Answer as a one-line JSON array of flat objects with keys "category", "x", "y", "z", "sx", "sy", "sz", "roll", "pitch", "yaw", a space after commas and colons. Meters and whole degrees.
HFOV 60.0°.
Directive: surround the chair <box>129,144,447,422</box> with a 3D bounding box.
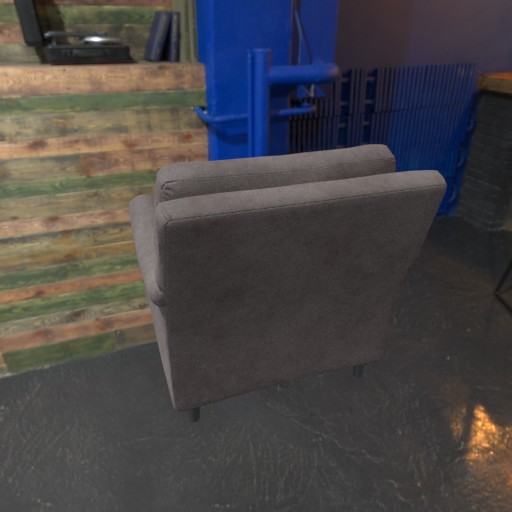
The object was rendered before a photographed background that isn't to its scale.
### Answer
[{"category": "chair", "x": 0.000, "y": 0.000, "z": 1.851, "sx": 0.955, "sy": 0.997, "sz": 1.070, "roll": -9, "pitch": 29, "yaw": -17}]
